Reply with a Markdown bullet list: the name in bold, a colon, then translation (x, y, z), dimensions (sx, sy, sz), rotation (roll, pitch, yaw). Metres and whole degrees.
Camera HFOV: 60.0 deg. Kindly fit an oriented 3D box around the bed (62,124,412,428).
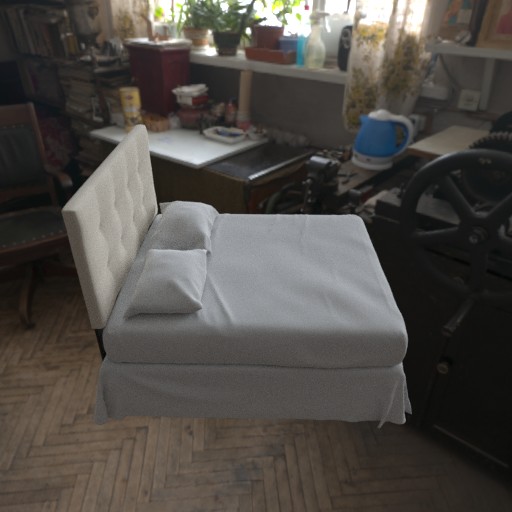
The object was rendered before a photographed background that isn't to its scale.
- **bed**: translation (0.000, 0.000, 3.433), dimensions (2.222, 1.577, 1.936), rotation (1, 32, 1)
